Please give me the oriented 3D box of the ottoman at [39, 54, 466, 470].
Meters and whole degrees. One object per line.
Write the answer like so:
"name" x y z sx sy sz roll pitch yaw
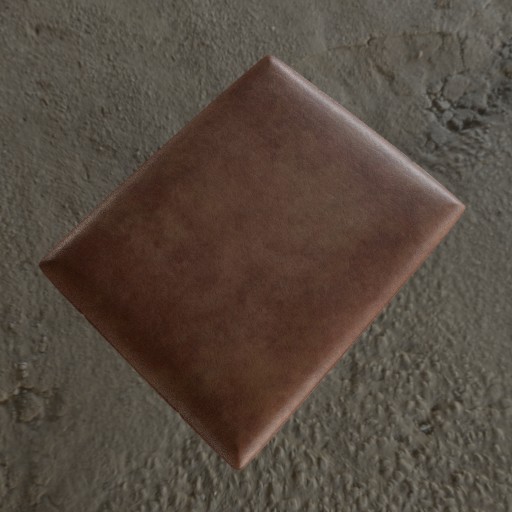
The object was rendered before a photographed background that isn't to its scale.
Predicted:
"ottoman" 0.000 0.000 1.780 0.965 0.667 1.186 42 78 11
